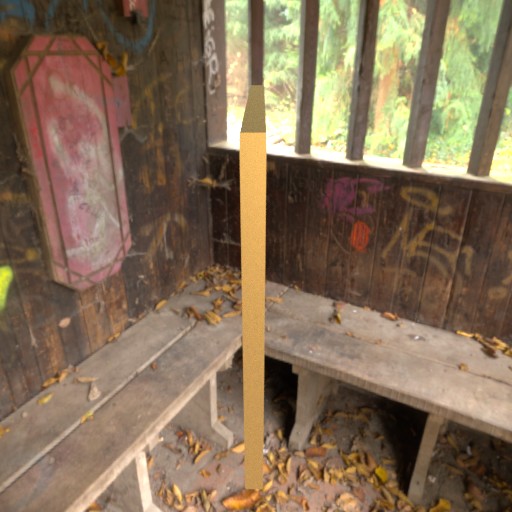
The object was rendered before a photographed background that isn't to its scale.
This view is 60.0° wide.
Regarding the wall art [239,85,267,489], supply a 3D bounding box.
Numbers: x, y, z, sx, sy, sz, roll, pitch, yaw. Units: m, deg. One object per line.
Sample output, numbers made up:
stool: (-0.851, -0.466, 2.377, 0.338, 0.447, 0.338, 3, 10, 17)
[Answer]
wall art: (0.000, 0.000, 2.894, 0.099, 1.926, 1.926, 0, 26, 1)
